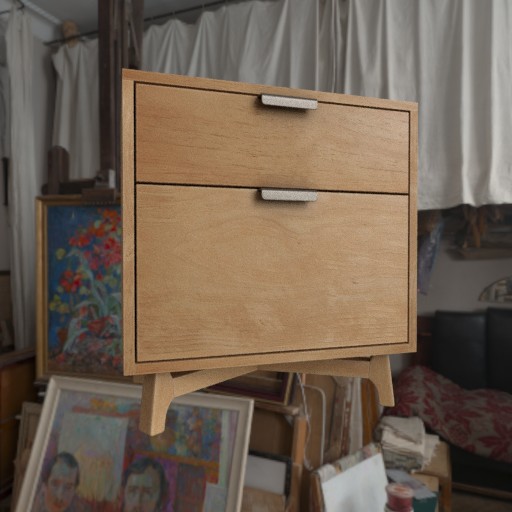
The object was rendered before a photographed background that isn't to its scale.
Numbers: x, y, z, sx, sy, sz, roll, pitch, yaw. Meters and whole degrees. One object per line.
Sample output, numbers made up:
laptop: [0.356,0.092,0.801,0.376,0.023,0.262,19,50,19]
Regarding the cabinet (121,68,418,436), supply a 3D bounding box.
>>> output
cabinet: [0.000,0.000,0.953,0.551,0.599,0.394,0,1,-17]
